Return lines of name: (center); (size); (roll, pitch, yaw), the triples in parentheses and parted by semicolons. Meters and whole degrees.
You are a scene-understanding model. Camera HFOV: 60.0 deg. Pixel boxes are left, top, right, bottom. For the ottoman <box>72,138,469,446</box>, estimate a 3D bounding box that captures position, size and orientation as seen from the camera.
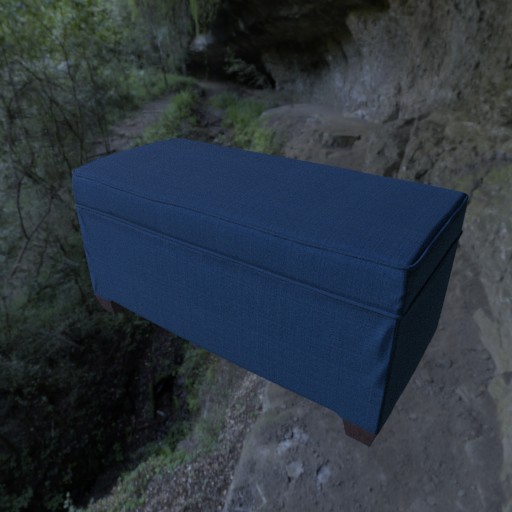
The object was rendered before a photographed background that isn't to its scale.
ottoman: (0.000, 0.000, 1.211); (0.943, 0.474, 0.474); (19, 34, 30)
